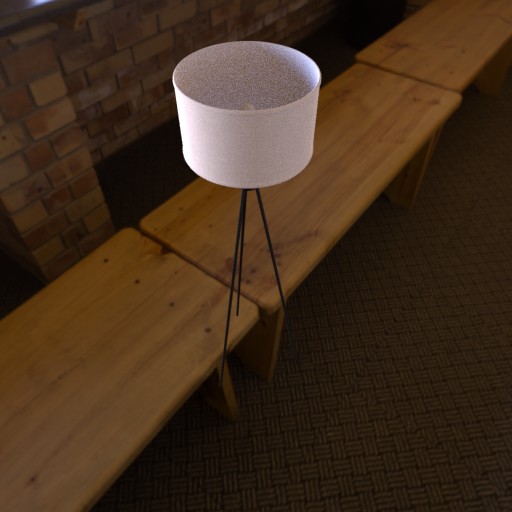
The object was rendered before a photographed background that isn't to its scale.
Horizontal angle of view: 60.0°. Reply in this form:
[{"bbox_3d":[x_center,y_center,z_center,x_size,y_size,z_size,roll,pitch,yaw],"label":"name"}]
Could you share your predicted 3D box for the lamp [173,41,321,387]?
[{"bbox_3d":[0.000,0.000,1.808,0.458,1.545,0.448,4,49,4],"label":"lamp"}]
